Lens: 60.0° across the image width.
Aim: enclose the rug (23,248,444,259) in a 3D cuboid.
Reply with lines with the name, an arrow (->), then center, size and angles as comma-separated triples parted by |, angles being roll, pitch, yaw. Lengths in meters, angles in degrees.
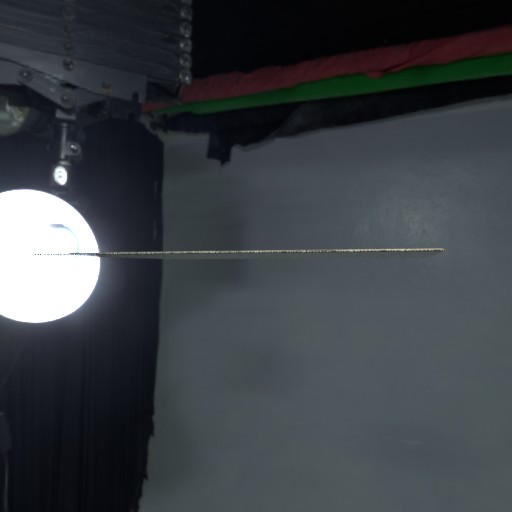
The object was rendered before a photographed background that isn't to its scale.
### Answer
rug -> 0.000, 0.000, 3.954 | 2.932, 0.015, 2.315 | 0, -1, 19
